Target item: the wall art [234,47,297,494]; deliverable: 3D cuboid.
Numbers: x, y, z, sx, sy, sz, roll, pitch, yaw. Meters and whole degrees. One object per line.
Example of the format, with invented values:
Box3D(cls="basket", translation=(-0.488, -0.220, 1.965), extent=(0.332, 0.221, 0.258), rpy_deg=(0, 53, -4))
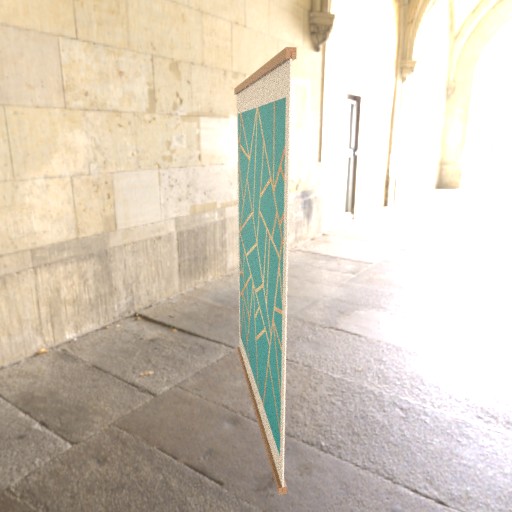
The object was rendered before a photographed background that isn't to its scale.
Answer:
Box3D(cls="wall art", translation=(0.000, 0.000, 0.795), extent=(0.012, 0.608, 0.459), rpy_deg=(-3, 15, -10))
